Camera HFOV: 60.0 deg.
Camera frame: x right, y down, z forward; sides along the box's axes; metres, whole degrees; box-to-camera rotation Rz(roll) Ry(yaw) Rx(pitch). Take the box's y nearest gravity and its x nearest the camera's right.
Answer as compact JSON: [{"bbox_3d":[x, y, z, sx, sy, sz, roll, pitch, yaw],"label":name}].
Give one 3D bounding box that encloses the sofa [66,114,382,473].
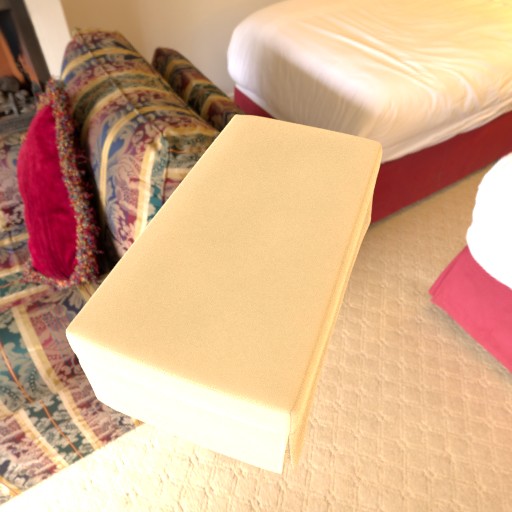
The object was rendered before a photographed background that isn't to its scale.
[{"bbox_3d":[0.000,0.000,2.170,0.939,0.552,1.677,16,49,14],"label":"sofa"}]
